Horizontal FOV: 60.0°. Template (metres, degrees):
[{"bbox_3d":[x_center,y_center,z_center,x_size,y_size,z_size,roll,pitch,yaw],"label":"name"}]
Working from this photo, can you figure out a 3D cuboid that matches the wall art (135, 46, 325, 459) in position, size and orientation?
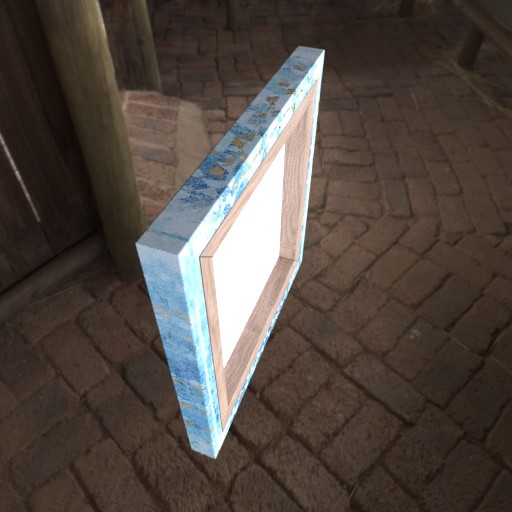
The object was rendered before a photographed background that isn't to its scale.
[{"bbox_3d":[0.000,0.000,0.603,0.037,0.405,0.405,16,48,15],"label":"wall art"}]
